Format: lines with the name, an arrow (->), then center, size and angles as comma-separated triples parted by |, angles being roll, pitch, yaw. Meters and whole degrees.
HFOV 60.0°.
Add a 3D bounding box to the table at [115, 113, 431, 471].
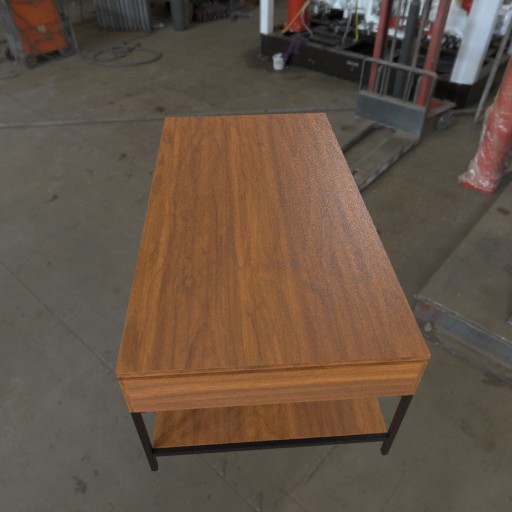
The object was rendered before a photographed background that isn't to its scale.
table -> 0.000, 0.000, 1.332 | 0.574, 0.414, 1.057 | -3, 42, -3
